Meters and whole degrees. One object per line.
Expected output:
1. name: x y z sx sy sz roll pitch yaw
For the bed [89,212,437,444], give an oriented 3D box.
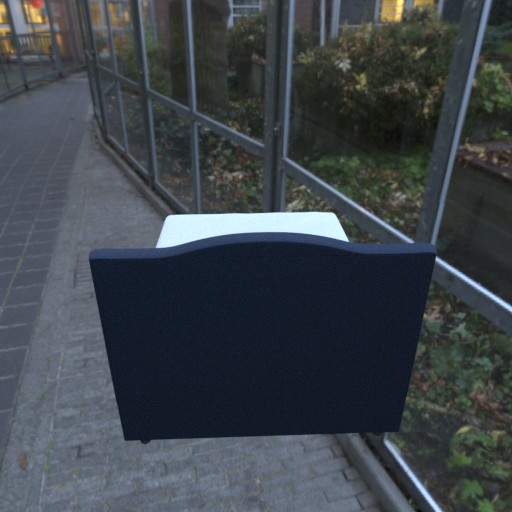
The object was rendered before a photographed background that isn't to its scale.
1. bed: 0.000 0.000 3.431 1.821 1.436 2.282 -1 29 -2
